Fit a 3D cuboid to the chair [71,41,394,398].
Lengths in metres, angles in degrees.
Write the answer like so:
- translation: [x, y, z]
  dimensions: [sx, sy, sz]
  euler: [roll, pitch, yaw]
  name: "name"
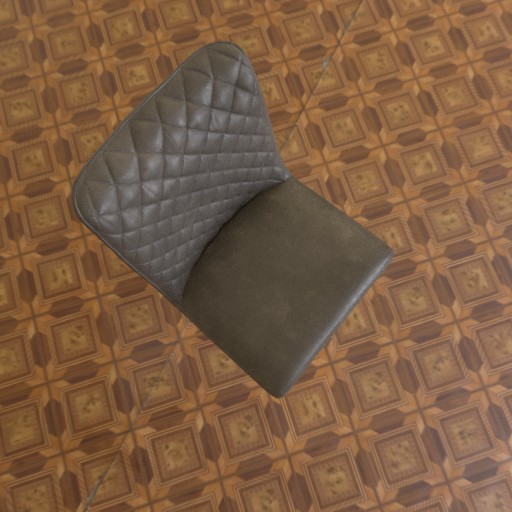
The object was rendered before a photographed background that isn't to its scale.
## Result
- translation: [0.000, 0.000, 1.205]
  dimensions: [0.587, 0.889, 0.508]
  euler: [39, 80, 8]
  name: "chair"
